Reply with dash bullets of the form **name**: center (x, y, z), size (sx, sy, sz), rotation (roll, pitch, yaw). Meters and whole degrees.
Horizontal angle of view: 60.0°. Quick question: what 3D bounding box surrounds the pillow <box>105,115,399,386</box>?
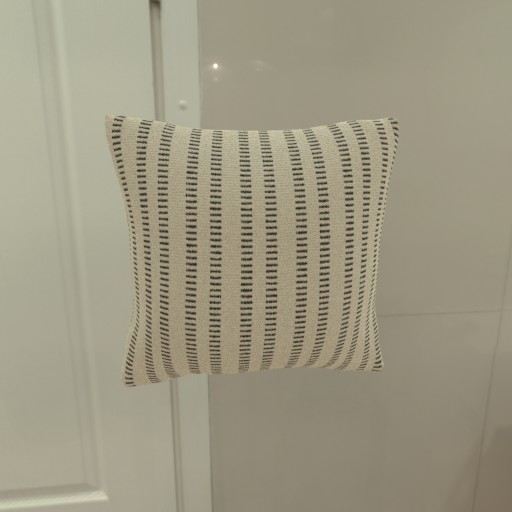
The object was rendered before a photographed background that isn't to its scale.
- **pillow**: center (0.000, 0.000, 0.693), size (0.438, 0.419, 0.247), rotation (-2, 14, -6)
